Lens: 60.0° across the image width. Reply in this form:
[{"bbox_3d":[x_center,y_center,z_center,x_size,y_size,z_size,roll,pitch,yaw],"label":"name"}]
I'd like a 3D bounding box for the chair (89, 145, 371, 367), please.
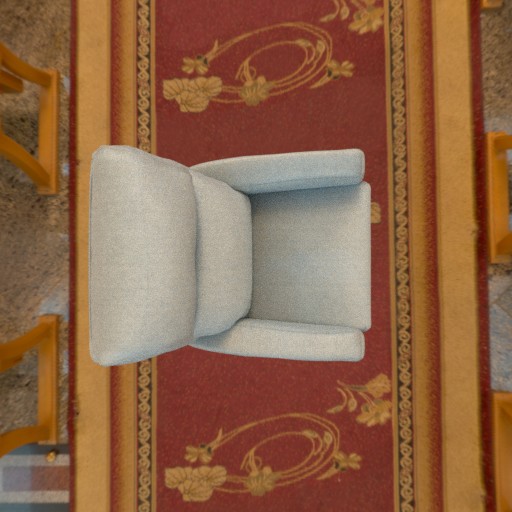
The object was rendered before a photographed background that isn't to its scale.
[{"bbox_3d":[0.000,0.000,1.654,0.940,1.016,0.794,0,90,2],"label":"chair"}]
